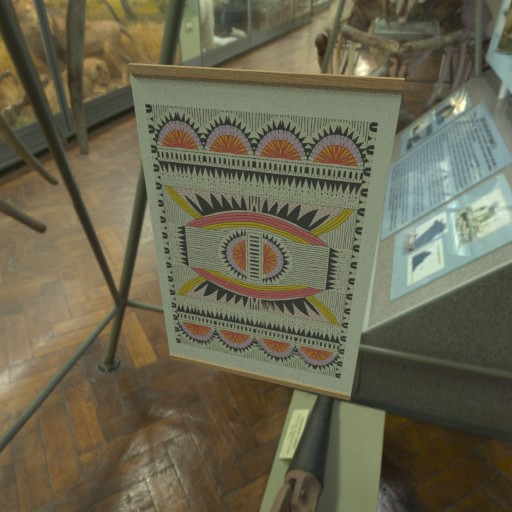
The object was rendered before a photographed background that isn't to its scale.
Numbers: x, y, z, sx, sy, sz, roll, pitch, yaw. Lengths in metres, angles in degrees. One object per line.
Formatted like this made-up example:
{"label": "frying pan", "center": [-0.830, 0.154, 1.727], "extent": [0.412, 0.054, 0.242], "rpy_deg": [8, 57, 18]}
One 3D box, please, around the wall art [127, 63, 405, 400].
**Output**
{"label": "wall art", "center": [0.000, 0.000, 1.958], "extent": [0.999, 1.533, 0.028], "rpy_deg": [9, 34, 14]}
